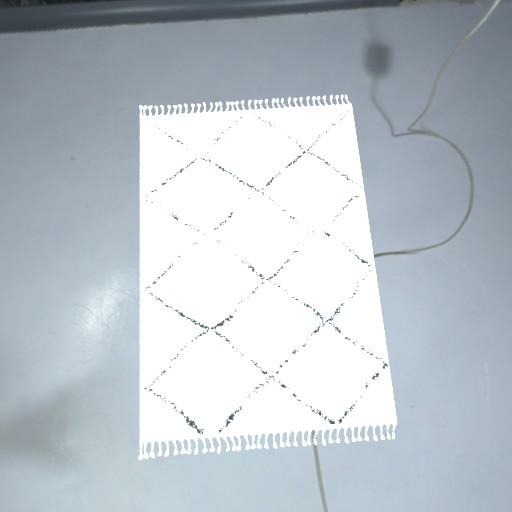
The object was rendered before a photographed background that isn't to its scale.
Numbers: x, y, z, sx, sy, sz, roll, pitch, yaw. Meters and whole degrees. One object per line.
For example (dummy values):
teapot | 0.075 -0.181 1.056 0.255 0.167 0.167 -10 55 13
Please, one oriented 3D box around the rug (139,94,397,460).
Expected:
rug | 0.000 0.000 2.830 1.494 0.031 2.307 -4 75 -1
